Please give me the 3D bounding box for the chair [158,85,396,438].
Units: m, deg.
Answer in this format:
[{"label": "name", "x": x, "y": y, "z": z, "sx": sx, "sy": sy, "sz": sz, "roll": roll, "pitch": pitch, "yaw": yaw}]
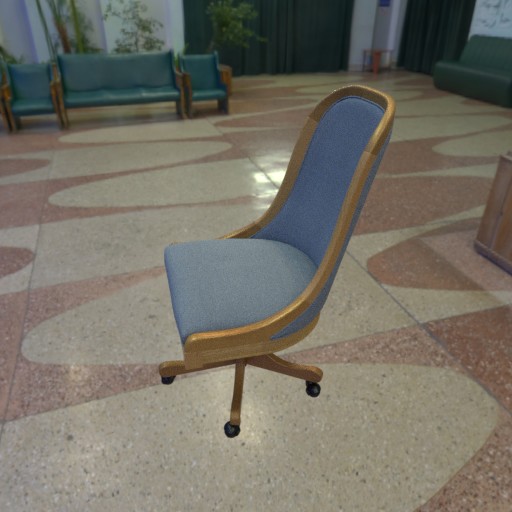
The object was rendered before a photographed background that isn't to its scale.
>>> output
[{"label": "chair", "x": 0.000, "y": 0.000, "z": 1.485, "sx": 0.735, "sy": 1.031, "sz": 0.605, "roll": -8, "pitch": 31, "yaw": -13}]
